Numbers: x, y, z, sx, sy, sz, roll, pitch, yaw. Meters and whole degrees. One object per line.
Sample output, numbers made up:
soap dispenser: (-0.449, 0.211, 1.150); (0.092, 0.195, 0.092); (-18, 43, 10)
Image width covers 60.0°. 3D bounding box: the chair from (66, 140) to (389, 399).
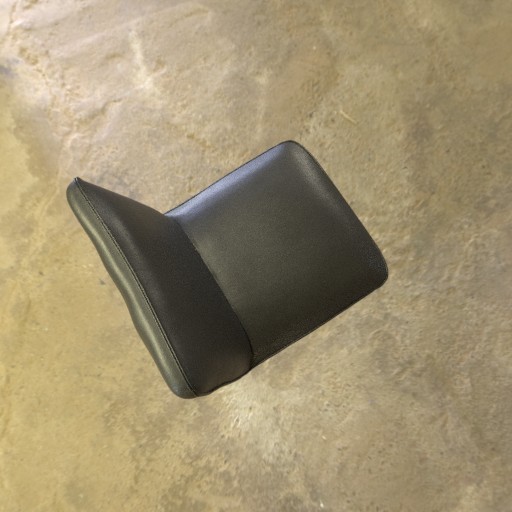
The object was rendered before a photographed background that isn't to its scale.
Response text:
chair: (0.000, 0.000, 1.224); (0.645, 0.801, 0.543); (-36, 79, -8)
